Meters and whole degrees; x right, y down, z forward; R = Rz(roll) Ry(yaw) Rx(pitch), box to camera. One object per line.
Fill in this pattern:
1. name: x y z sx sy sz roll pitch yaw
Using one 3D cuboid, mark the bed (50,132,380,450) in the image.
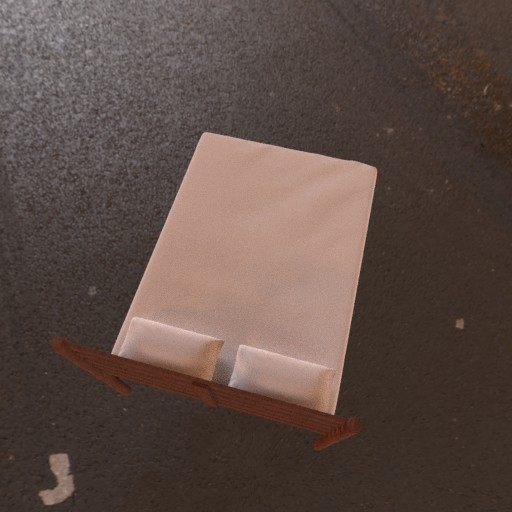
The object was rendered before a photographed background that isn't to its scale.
1. bed: 0.000 0.000 3.062 1.509 1.304 2.093 13 64 7
